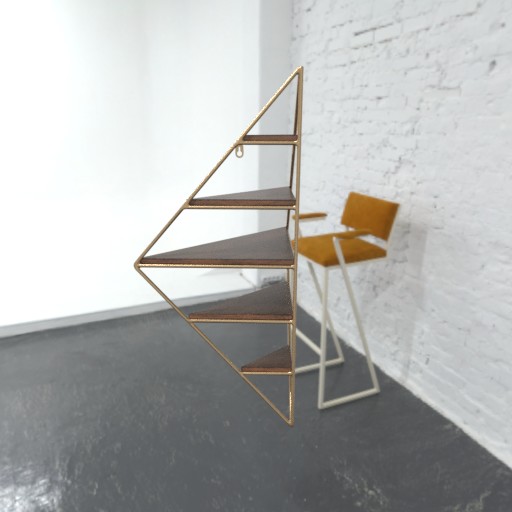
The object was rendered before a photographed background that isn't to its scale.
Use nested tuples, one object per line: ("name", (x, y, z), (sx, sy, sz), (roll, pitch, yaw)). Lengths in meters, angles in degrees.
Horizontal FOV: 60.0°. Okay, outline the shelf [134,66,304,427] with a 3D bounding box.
("shelf", (0.000, 0.000, 1.183), (0.564, 0.913, 0.294), (-15, 22, -42))
